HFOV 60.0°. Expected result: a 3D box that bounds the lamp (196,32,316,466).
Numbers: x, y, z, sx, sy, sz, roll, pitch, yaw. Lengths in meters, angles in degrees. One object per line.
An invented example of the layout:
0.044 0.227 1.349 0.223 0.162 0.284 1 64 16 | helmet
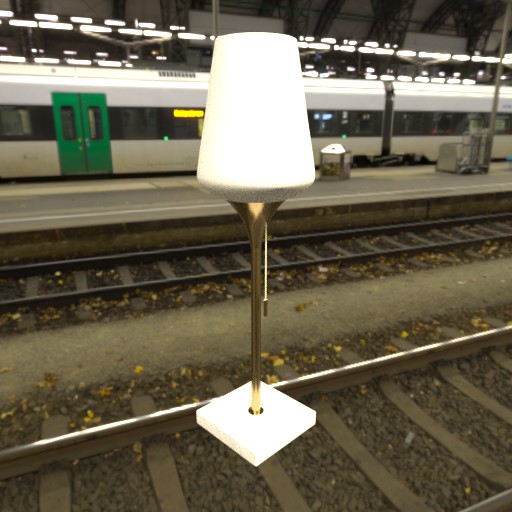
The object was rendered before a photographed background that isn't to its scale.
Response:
0.000 0.000 0.720 0.181 0.639 0.181 -15 22 -42 | lamp
